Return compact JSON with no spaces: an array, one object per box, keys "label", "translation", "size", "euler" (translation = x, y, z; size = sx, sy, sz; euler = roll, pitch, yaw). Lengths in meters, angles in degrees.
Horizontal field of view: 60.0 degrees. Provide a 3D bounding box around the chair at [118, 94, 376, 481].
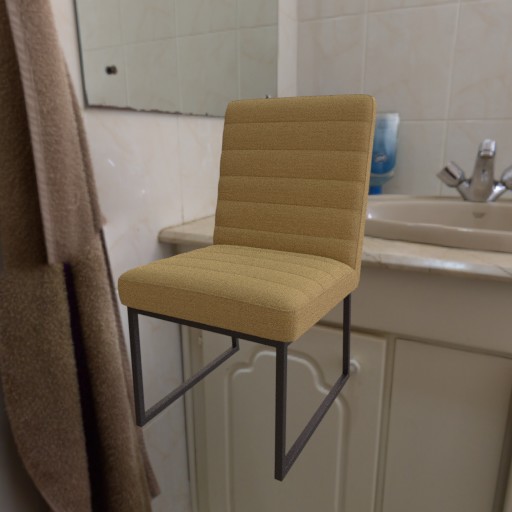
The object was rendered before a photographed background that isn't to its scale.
[{"label":"chair","translation":[0.000,0.000,1.309],"size":[0.520,0.930,0.634],"euler":[8,16,27]}]
